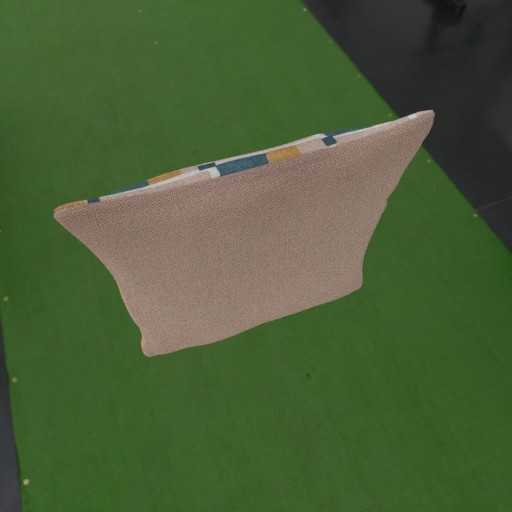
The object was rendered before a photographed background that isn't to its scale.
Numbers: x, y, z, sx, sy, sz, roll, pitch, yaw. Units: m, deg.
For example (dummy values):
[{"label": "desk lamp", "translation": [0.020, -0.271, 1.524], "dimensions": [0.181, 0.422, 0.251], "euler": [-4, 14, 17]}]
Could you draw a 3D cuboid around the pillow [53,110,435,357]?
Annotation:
[{"label": "pillow", "translation": [0.000, 0.000, 0.729], "dimensions": [0.478, 0.479, 0.158], "euler": [-17, 60, -10]}]
